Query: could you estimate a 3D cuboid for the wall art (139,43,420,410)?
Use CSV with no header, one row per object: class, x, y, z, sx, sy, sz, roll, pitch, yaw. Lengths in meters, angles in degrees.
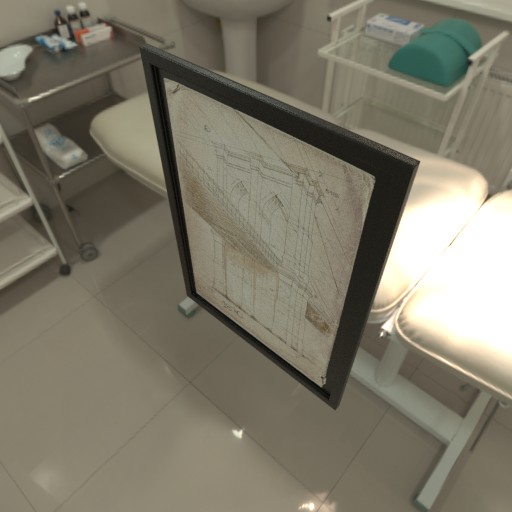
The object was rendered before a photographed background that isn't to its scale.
wall art,0.000,0.000,0.846,0.480,0.657,0.016,33,56,26
